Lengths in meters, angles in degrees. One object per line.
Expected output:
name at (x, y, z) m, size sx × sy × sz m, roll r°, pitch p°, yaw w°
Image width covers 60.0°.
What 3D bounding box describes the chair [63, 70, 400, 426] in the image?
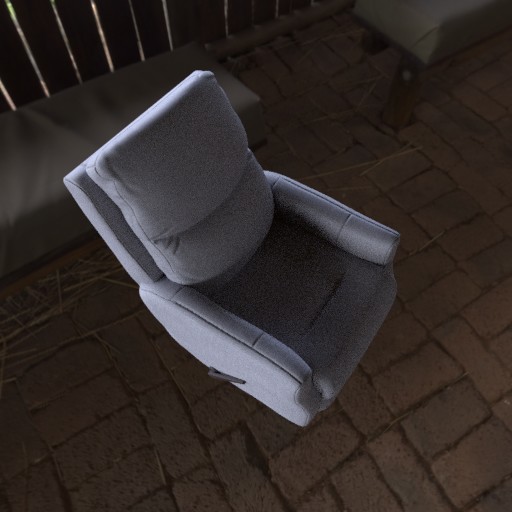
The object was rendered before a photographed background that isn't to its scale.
chair at (0.000, 0.000, 1.754) m, size 1.080 × 1.030 × 0.829 m, roll 31°, pitch 64°, yaw 18°
